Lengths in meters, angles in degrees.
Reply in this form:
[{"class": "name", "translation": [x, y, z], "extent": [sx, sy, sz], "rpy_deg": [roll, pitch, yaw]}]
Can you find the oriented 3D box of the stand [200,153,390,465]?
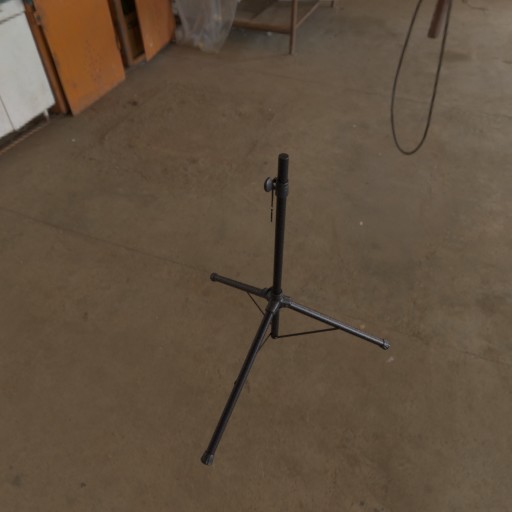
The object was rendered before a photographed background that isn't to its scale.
[{"class": "stand", "translation": [0.000, 0.000, 1.849], "extent": [1.045, 1.136, 0.907], "rpy_deg": [-24, 50, -22]}]
